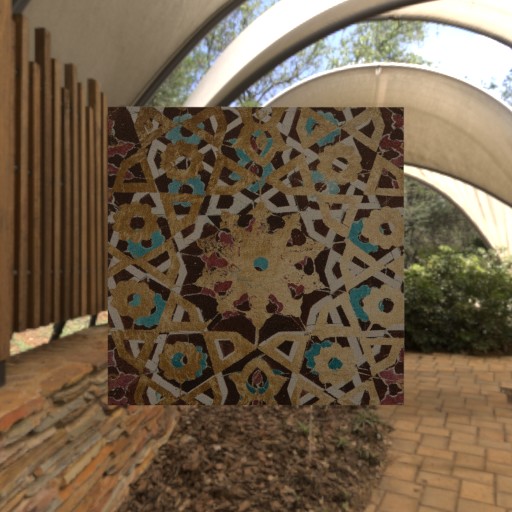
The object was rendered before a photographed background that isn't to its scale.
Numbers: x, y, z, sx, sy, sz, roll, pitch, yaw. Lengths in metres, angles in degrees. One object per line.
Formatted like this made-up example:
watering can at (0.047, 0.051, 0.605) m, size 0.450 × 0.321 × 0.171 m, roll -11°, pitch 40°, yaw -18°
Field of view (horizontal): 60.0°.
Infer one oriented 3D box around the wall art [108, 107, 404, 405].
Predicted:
wall art at (0.000, 0.000, 0.931) m, size 0.609 × 0.613 × 0.041 m, roll 0°, pitch 0°, yaw 0°
